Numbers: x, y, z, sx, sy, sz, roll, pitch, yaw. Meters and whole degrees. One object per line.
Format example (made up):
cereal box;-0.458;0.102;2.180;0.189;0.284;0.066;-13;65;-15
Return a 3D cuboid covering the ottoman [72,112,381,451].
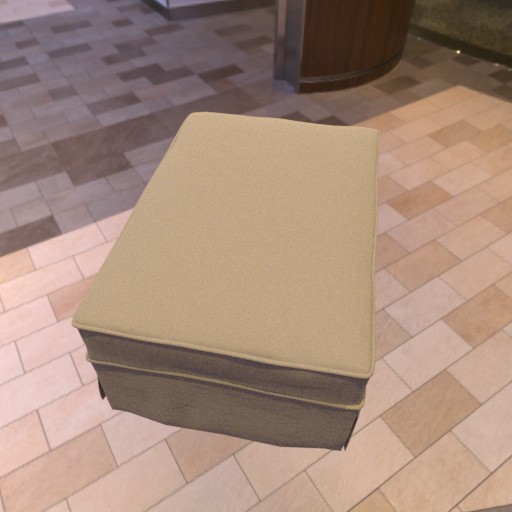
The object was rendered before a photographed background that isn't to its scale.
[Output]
ottoman;0.000;0.000;1.329;0.703;0.479;0.944;8;48;7
